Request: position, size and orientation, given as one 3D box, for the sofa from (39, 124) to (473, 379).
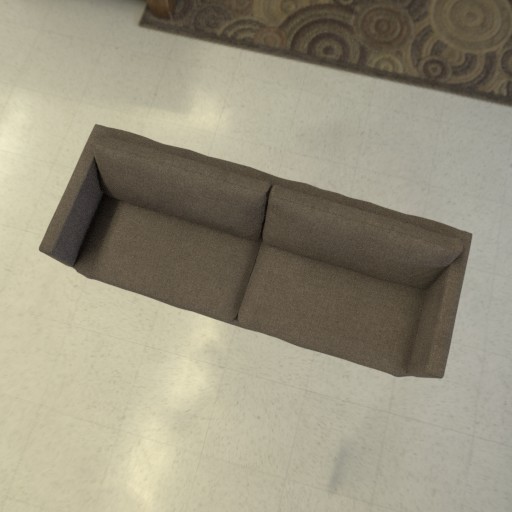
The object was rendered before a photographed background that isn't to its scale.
[{"bbox_3d":[0.000,0.000,3.282,2.779,0.998,1.036,17,76,4],"label":"sofa"}]
